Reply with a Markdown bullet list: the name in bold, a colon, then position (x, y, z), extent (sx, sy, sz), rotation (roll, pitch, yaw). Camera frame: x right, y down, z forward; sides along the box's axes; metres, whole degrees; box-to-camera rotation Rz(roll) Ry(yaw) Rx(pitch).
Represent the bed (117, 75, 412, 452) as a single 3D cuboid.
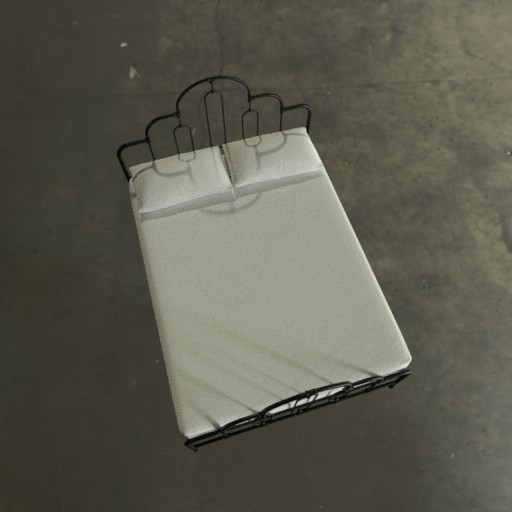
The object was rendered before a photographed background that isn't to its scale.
- **bed**: position (0.000, 0.000, 3.245), extent (1.626, 1.444, 2.181), rotation (-15, 64, -8)
